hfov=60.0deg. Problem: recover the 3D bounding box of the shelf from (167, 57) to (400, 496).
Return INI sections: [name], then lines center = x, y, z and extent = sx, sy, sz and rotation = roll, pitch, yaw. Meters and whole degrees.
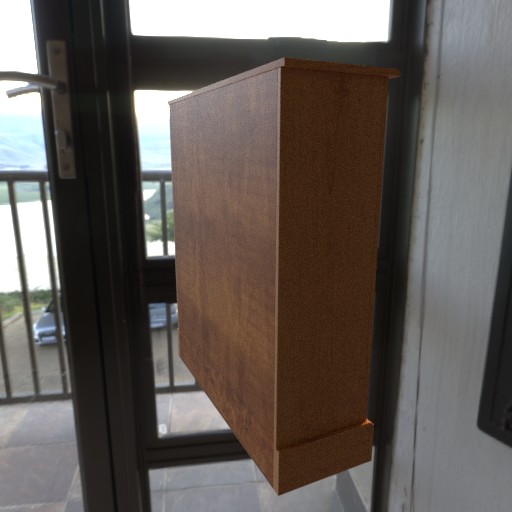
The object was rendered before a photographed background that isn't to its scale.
[shelf]
center = 0.000, 0.000, 1.379
extent = 0.291, 0.980, 0.840
rotation = -6, 15, -25
